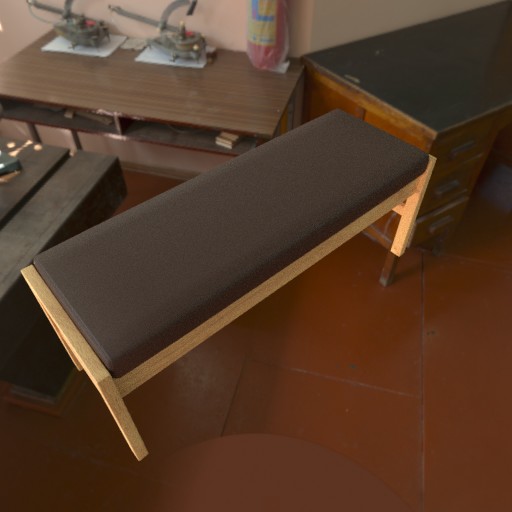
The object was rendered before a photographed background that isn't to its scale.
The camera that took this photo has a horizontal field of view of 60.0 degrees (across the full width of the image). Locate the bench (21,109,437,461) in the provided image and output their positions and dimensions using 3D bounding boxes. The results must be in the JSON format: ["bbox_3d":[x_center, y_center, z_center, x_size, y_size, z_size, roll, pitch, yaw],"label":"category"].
[{"bbox_3d":[0.000,0.000,1.415,1.200,0.480,0.405,-32,54,-27],"label":"bench"}]
